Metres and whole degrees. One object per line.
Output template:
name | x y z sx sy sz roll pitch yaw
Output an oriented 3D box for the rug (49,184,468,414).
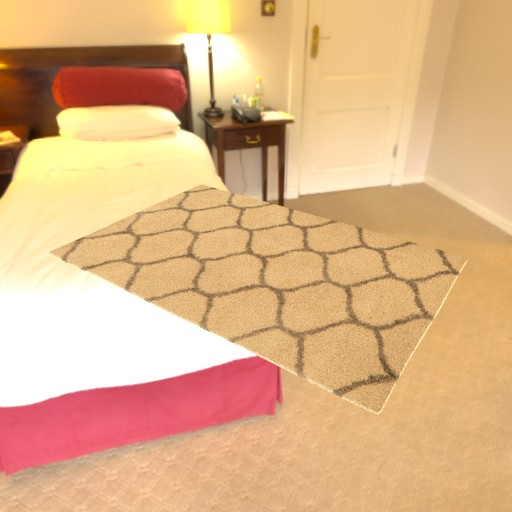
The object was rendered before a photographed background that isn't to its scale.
rug | 0.000 0.000 3.416 2.701 0.026 1.801 19 35 30
